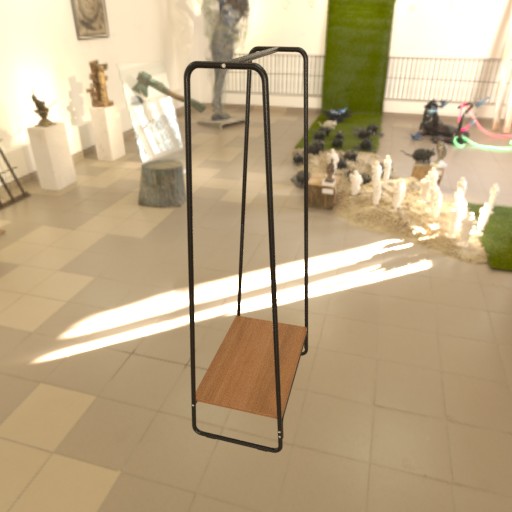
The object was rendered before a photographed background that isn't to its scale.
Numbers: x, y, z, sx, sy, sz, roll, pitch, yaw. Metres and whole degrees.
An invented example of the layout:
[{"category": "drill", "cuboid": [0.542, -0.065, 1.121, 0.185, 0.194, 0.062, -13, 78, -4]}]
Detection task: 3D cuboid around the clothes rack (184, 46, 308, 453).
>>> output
[{"category": "clothes rack", "cuboid": [0.000, 0.000, 1.794, 0.400, 1.500, 0.640, 8, 30, 14]}]
